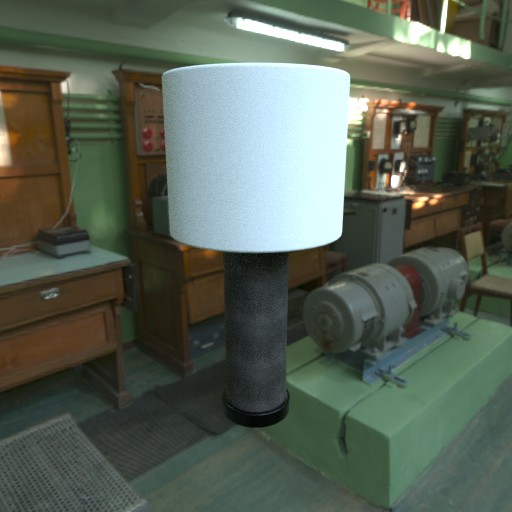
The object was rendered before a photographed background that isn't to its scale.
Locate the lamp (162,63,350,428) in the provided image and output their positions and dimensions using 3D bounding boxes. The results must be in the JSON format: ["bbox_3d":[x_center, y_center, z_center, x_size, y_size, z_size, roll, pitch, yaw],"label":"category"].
[{"bbox_3d":[0.000,0.000,0.814,0.305,0.634,0.305,15,21,43],"label":"lamp"}]
